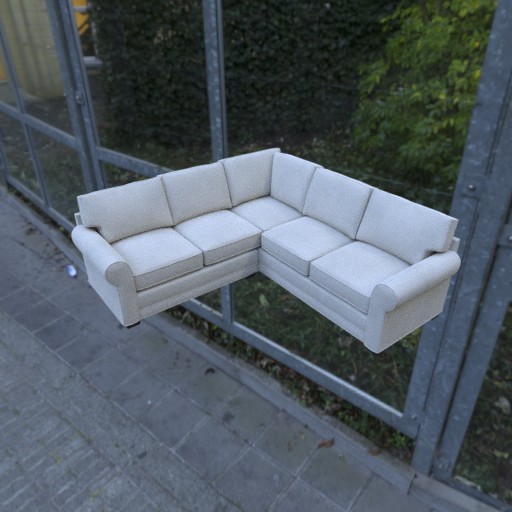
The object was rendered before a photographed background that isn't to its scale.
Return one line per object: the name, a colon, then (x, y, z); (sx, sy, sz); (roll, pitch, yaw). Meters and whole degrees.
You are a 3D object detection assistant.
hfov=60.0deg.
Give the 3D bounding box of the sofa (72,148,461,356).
sofa: (0.000, 0.000, 3.983); (2.487, 1.054, 2.569); (-21, 36, -32)
